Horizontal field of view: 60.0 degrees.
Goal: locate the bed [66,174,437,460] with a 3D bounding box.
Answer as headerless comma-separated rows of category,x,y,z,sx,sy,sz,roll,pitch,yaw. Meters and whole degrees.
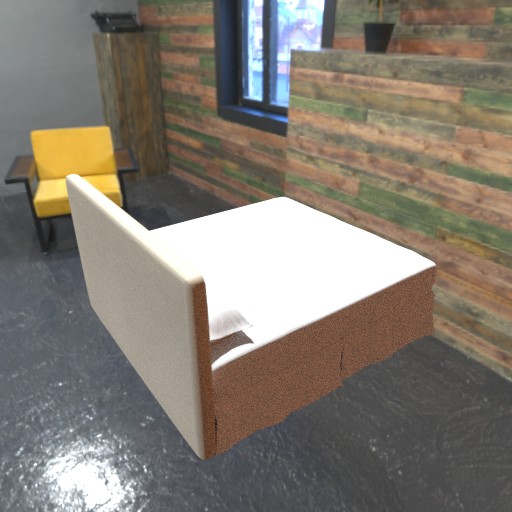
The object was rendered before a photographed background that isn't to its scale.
bed,0.000,0.000,3.656,2.319,1.317,2.119,-19,33,-31
